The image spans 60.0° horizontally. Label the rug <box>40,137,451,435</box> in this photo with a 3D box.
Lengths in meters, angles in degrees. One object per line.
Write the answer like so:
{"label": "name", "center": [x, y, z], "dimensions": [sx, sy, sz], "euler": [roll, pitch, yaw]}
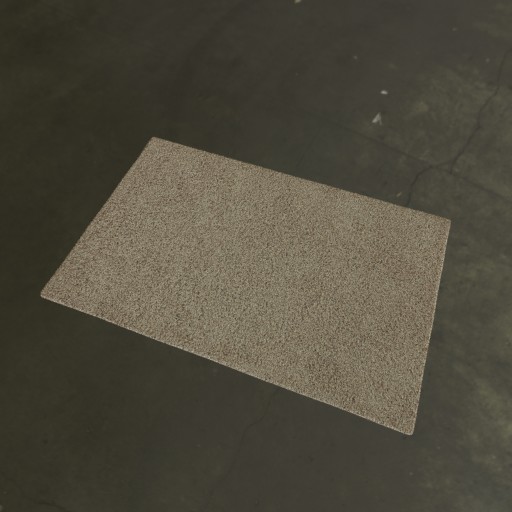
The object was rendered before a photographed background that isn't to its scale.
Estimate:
{"label": "rug", "center": [0.000, 0.000, 3.445], "dimensions": [2.743, 0.030, 1.778], "euler": [18, 59, 11]}
